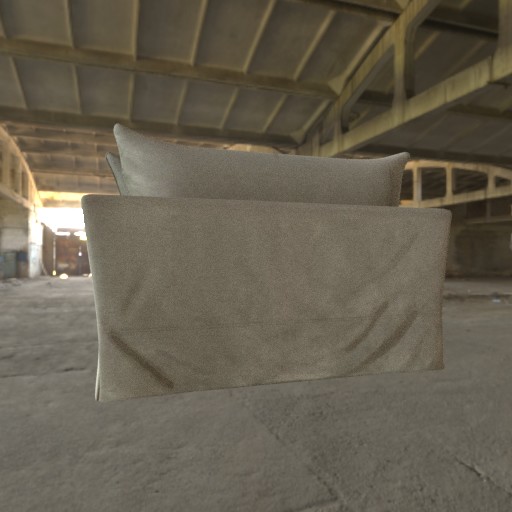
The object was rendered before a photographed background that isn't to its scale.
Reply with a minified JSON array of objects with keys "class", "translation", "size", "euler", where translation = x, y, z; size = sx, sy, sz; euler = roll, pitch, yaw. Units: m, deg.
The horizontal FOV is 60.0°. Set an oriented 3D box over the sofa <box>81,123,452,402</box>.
[{"class":"sofa","translation":[0.000,0.000,2.256],"size":[1.608,1.040,1.035],"euler":[0,0,-18]}]
